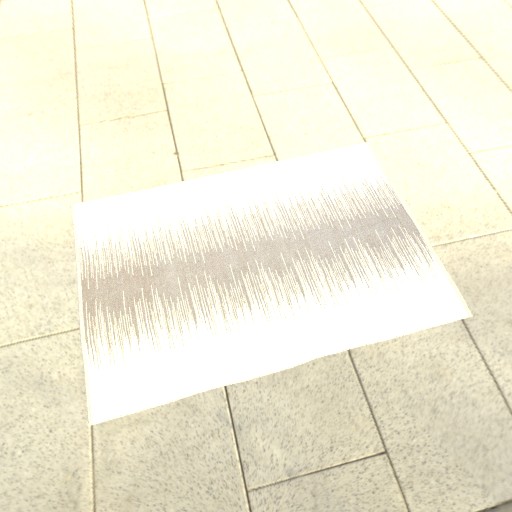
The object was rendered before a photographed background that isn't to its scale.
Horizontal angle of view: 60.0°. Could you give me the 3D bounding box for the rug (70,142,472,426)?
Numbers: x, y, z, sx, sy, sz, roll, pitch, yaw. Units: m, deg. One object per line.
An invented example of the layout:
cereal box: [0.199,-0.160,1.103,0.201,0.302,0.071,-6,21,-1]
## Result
rug: [0.000,0.000,2.299,1.815,0.007,1.226,-14,59,-9]
